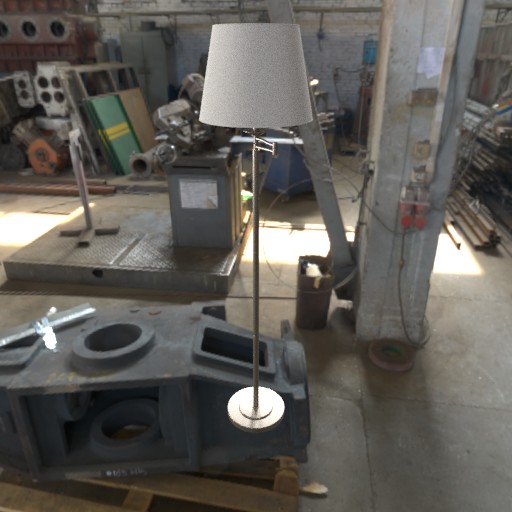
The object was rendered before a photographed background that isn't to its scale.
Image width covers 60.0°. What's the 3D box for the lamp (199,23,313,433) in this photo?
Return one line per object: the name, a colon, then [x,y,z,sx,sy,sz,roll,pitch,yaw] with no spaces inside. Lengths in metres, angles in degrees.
lamp: [0.000,0.000,1.595,0.355,1.473,0.355,0,25,0]
